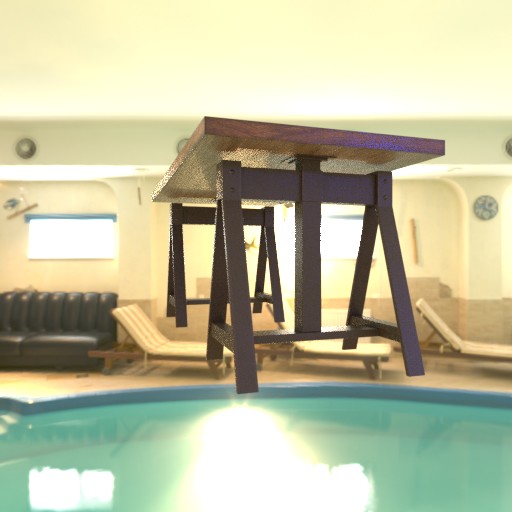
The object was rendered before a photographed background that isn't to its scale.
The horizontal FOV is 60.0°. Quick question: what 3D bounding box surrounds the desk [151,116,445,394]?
[{"bbox_3d":[0.000,0.000,1.992,0.784,0.725,1.543,0,0,-18],"label":"desk"}]
